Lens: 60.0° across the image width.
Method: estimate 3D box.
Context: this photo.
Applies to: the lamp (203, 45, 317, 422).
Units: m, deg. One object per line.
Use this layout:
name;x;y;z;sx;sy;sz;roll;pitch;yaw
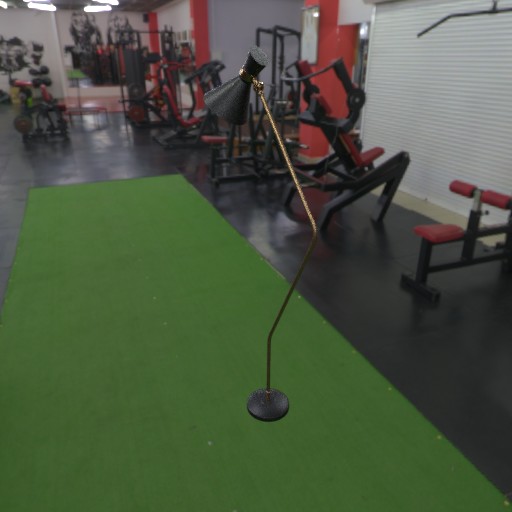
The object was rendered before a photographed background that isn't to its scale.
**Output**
lamp;0.000;0.000;1.672;0.277;1.438;0.467;-8;25;-18
